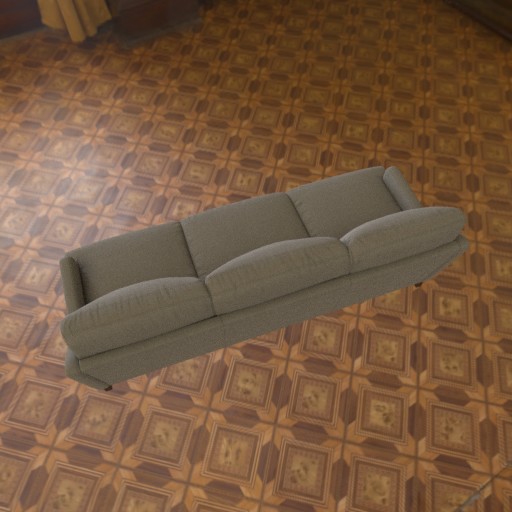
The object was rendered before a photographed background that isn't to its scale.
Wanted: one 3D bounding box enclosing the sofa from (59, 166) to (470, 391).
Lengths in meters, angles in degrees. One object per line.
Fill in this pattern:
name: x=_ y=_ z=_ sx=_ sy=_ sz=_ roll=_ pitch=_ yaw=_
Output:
sofa: x=0.000 y=0.000 z=2.813 sx=2.344 sy=0.926 sz=0.987 roll=-17 pitch=59 yaw=-10
